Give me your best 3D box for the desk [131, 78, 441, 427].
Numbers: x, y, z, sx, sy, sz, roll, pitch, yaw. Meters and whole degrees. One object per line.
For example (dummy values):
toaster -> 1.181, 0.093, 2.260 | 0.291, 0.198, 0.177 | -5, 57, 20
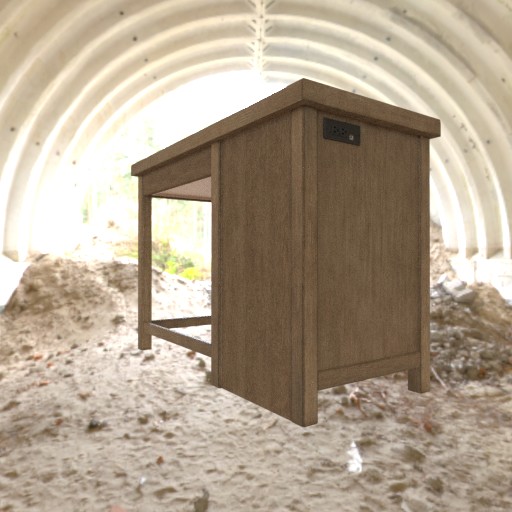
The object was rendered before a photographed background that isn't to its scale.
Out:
desk -> 0.000, 0.000, 1.833 | 0.610, 0.912, 1.289 | 0, 0, -35
